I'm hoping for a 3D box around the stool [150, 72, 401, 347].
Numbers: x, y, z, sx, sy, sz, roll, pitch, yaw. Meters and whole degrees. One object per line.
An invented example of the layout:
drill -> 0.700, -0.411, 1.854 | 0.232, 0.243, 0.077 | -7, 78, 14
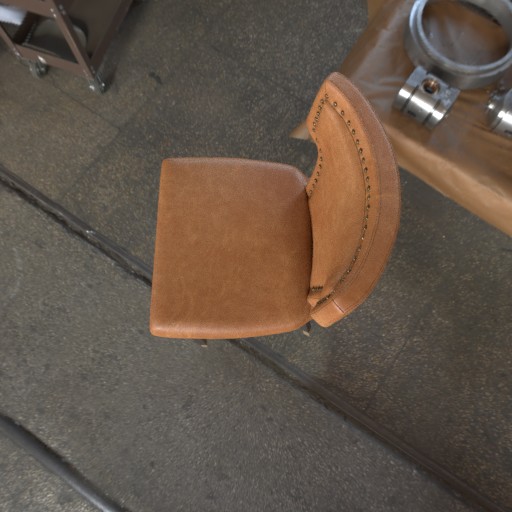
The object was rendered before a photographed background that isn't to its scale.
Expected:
stool -> 0.000, 0.000, 1.370 | 0.563, 1.092, 0.526 | 1, 75, 0
